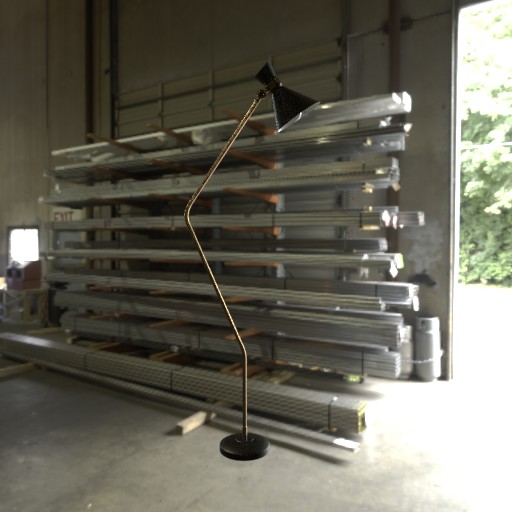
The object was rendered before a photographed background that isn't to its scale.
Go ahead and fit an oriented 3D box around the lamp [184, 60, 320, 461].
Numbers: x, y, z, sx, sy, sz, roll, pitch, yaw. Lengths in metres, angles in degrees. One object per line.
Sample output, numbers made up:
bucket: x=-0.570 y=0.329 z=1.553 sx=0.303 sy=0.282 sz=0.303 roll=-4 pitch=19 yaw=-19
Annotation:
lamp: x=0.000 y=0.000 z=1.672 sx=0.467 sy=1.438 sz=0.277 roll=0 pitch=1 yaw=18
